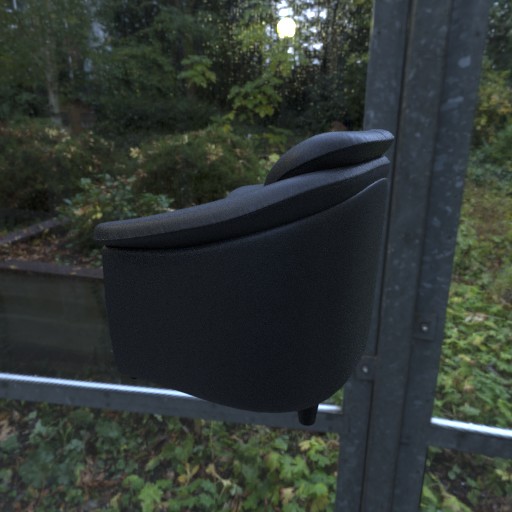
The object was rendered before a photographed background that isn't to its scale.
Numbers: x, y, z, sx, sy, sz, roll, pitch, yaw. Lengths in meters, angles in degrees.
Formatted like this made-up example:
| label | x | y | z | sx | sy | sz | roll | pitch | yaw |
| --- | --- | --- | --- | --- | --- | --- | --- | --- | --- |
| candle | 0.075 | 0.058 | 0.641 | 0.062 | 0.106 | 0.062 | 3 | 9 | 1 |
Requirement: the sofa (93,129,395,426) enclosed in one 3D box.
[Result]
| label | x | y | z | sx | sy | sz | roll | pitch | yaw |
| --- | --- | --- | --- | --- | --- | --- | --- | --- | --- |
| sofa | 0.000 | 0.000 | 1.476 | 0.794 | 0.811 | 0.870 | 9 | 19 | 26 |
